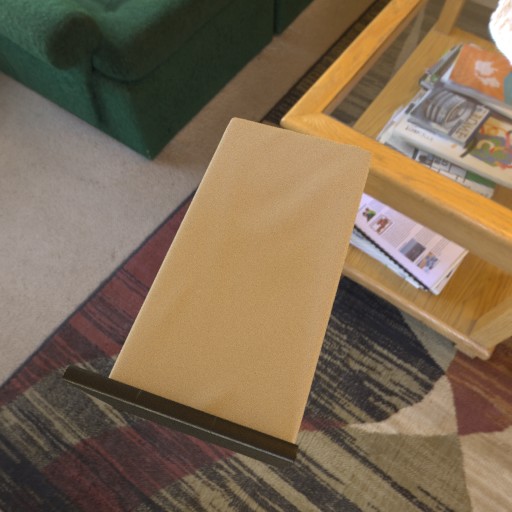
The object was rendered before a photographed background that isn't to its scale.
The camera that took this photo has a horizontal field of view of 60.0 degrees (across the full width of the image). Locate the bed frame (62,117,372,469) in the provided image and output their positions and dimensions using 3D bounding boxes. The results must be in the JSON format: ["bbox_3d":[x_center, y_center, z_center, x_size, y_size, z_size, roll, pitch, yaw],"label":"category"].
[{"bbox_3d":[0.000,0.000,2.537,1.038,1.046,2.152,16,64,8],"label":"bed frame"}]
